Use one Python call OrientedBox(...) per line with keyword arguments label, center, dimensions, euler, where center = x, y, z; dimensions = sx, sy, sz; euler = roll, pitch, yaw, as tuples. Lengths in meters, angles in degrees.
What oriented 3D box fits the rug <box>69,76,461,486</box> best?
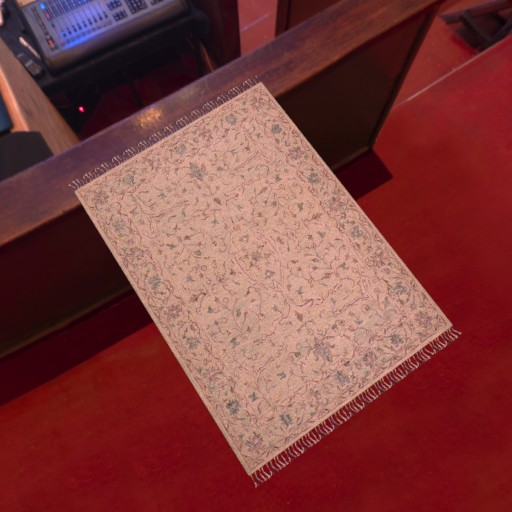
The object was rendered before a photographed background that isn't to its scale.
OrientedBox(label="rug", center=(0.000, 0.000, 2.290), dimensions=(1.247, 0.008, 1.802), euler=(-33, 77, -8))
